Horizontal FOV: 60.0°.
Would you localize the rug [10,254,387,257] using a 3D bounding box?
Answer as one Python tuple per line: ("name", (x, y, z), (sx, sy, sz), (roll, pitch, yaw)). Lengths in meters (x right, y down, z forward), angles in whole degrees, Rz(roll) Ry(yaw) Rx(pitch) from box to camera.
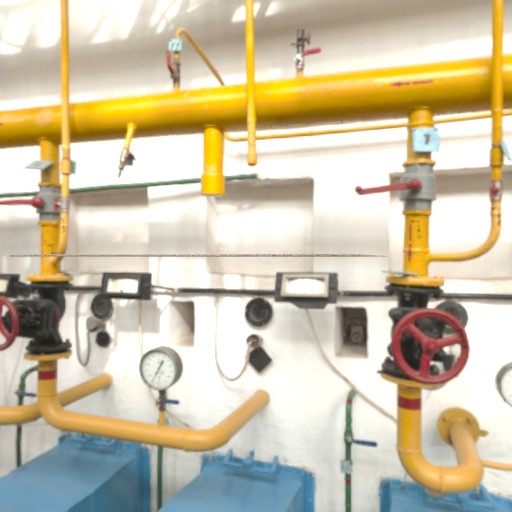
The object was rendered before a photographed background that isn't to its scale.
("rug", (0.000, 0.000, 2.126), (1.142, 0.006, 1.752), (0, 0, 19))
